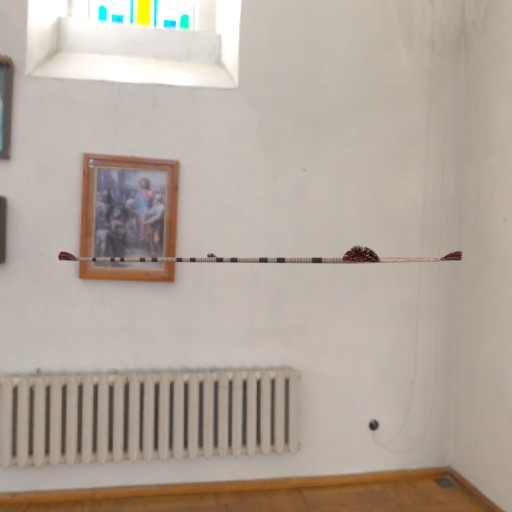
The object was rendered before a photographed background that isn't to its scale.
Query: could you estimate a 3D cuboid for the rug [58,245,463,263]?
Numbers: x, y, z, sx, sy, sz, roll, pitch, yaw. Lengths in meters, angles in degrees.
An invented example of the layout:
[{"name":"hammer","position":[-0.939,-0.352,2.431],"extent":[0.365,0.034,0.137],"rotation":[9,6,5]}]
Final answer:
[{"name":"rug","position":[0.000,0.000,2.686],"extent":[2.069,0.067,1.444],"rotation":[0,0,36]}]
